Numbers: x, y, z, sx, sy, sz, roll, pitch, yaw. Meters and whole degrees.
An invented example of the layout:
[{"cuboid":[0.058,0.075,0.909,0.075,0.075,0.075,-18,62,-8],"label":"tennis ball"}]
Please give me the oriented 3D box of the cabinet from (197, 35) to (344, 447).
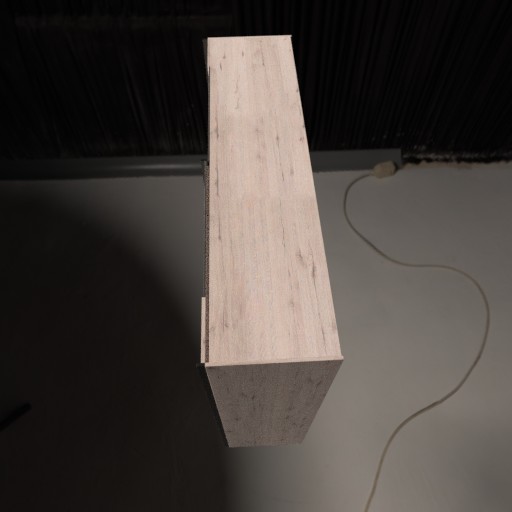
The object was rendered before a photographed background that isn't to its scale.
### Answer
[{"cuboid":[0.000,0.000,3.566,0.660,2.180,2.500,-3,58,-2],"label":"cabinet"}]
